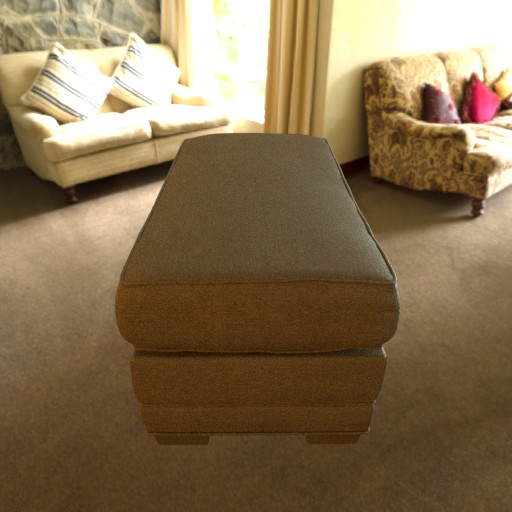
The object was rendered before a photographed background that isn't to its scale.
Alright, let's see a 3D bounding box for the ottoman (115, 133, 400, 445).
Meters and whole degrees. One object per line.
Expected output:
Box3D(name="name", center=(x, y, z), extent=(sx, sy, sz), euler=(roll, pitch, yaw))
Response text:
Box3D(name="ottoman", center=(0.000, 0.000, 1.161), extent=(0.490, 0.448, 0.864), euler=(0, 31, 0))
